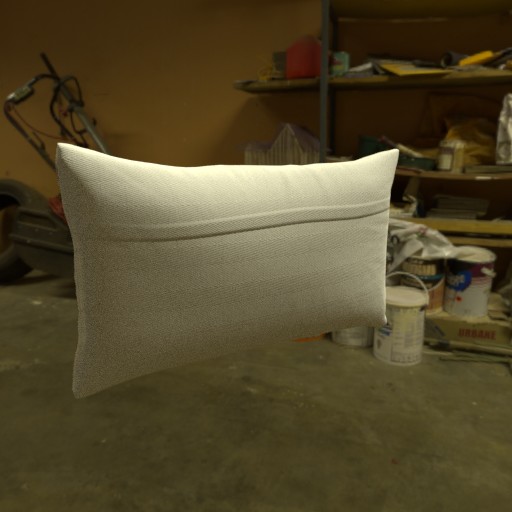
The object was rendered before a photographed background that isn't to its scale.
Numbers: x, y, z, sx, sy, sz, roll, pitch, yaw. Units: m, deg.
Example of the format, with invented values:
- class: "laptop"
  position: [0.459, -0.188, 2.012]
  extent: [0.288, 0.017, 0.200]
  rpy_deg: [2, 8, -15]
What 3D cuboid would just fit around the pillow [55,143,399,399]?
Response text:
- class: "pillow"
  position: [0.000, 0.000, 0.623]
  extent: [0.506, 0.305, 0.139]
  rpy_deg: [-7, 15, -27]
